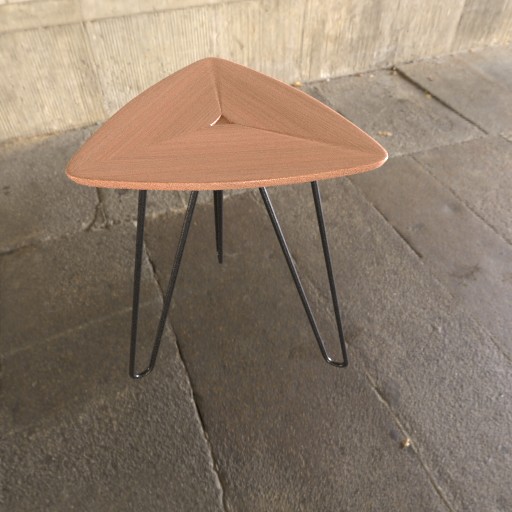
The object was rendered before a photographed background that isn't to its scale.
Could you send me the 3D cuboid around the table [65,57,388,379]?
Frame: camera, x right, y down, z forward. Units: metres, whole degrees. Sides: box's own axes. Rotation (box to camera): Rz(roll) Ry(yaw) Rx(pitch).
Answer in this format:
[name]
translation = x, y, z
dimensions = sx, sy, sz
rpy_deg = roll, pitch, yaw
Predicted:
[table]
translation = 0.000, 0.000, 0.880
dimensions = 0.455, 0.564, 0.442
rpy_deg = 17, 48, 16
